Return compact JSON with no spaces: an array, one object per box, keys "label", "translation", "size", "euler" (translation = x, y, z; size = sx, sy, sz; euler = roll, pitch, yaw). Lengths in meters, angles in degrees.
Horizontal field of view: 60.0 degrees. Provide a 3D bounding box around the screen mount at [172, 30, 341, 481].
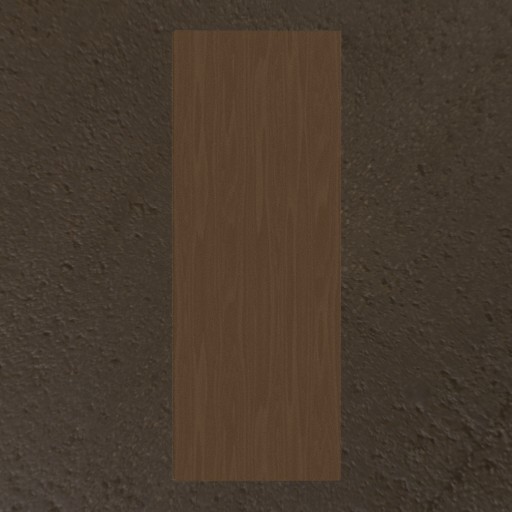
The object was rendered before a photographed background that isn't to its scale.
[{"label":"screen mount","translation":[0.000,0.000,1.282],"size":[0.406,0.432,1.084],"euler":[0,90,0]}]
